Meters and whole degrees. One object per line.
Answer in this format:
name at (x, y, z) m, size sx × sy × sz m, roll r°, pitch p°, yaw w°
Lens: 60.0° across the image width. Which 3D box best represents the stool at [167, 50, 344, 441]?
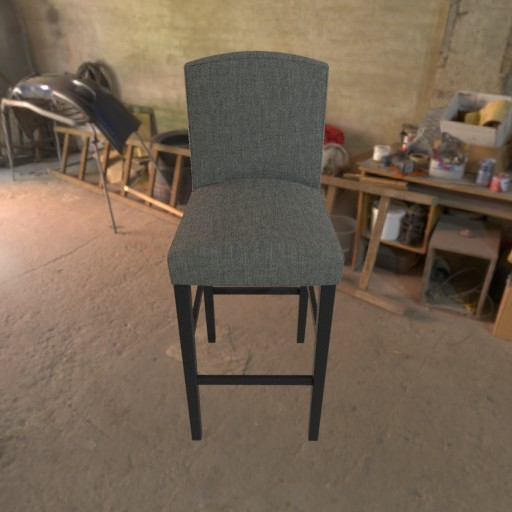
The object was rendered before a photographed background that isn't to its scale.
stool at (0.000, 0.000, 1.407) m, size 0.451 × 1.138 × 0.552 m, roll 0°, pitch 31°, yaw 0°
